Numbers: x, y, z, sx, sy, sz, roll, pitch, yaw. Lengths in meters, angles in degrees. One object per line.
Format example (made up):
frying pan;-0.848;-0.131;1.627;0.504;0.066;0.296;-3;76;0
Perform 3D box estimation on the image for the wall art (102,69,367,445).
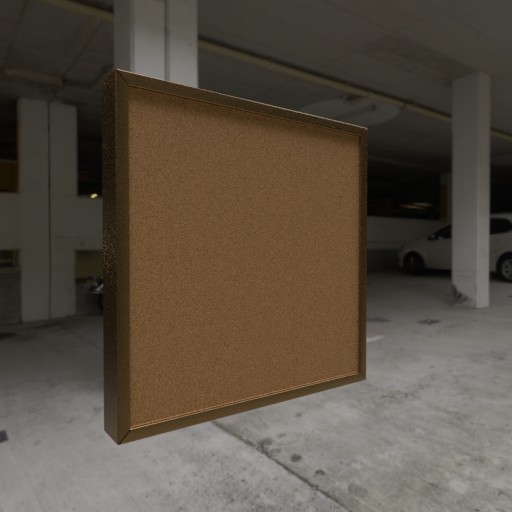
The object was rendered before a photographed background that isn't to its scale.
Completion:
wall art;0.000;0.000;0.462;0.305;0.305;0.037;-1;1;-36
